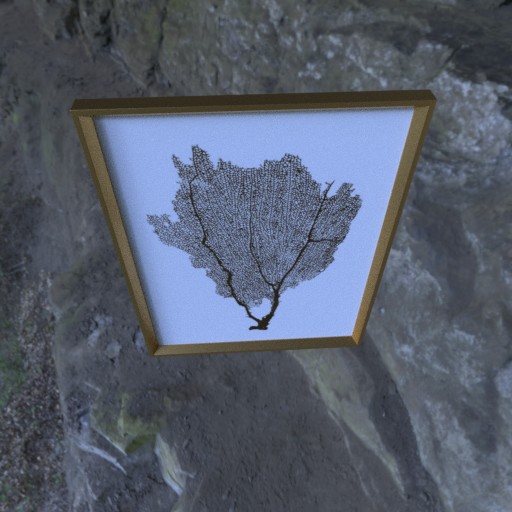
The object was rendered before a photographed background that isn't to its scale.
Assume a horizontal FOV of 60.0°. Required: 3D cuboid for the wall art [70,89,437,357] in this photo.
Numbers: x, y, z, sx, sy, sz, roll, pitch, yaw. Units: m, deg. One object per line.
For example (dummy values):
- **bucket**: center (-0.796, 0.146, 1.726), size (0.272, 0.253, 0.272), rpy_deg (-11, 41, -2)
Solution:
- **wall art**: center (0.000, 0.000, 1.022), size (0.610, 0.762, 0.038), rpy_deg (-2, 46, -2)
